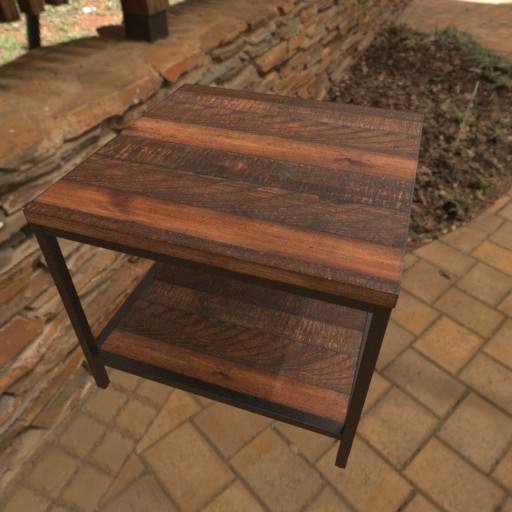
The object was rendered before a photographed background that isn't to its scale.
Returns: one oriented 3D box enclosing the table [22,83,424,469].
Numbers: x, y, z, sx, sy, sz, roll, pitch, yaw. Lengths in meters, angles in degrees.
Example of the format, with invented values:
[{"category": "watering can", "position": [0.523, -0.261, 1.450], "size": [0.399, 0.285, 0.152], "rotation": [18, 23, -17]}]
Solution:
[{"category": "table", "position": [0.000, 0.000, 0.945], "size": [0.548, 0.482, 0.553], "rotation": [13, 42, 14]}]
